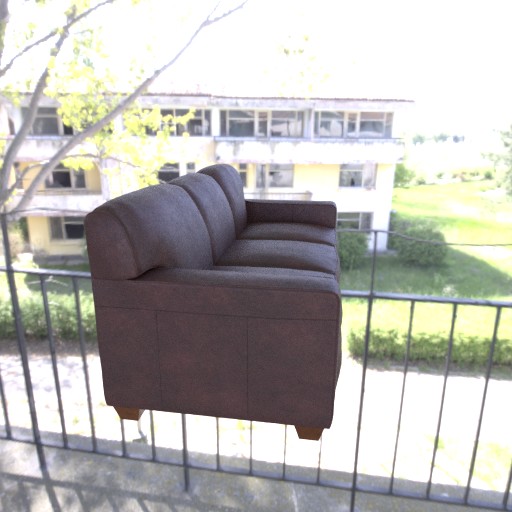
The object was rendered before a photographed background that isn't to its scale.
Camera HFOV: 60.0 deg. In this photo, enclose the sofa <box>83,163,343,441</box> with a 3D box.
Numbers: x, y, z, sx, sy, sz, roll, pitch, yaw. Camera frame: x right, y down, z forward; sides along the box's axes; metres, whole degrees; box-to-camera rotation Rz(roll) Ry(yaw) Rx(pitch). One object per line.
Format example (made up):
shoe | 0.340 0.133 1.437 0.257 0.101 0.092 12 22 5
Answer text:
sofa | 0.000 0.000 2.619 1.008 0.953 2.039 3 16 9
